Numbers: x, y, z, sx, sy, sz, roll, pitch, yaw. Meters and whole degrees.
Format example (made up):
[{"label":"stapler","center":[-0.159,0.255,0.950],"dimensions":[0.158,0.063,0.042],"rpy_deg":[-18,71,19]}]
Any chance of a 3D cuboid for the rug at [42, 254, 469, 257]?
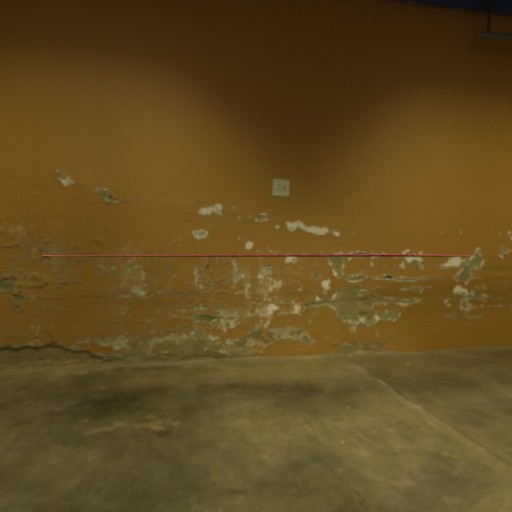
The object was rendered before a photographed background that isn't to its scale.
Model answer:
[{"label":"rug","center":[0.000,0.000,2.791],"dimensions":[2.184,0.007,1.579],"rpy_deg":[0,0,36]}]
